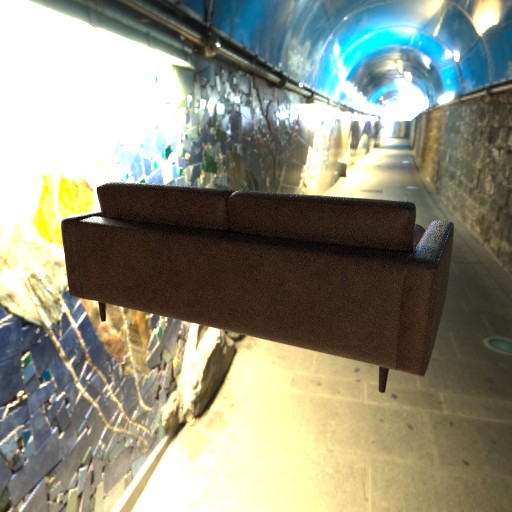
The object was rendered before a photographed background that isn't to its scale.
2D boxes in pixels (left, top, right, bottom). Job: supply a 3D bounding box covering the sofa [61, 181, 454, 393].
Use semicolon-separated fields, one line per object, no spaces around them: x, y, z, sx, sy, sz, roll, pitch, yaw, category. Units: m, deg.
0.000;0.000;2.350;1.870;0.760;0.910;8;18;26;sofa
